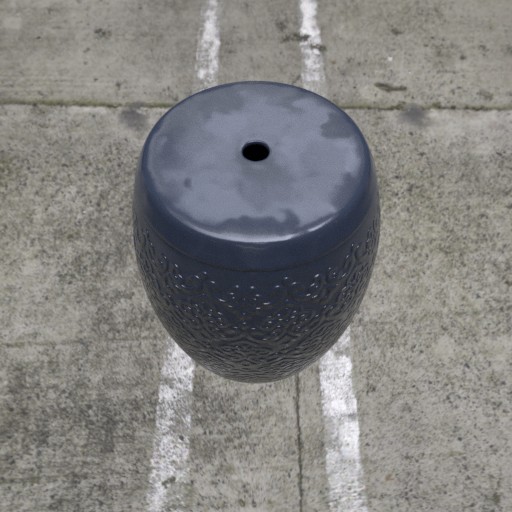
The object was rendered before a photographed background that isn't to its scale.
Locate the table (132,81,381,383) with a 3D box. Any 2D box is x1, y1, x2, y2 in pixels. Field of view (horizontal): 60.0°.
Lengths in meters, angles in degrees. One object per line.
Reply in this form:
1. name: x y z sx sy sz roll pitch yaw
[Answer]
1. table: 0.000 0.000 0.613 0.309 0.397 0.309 0 57 0
